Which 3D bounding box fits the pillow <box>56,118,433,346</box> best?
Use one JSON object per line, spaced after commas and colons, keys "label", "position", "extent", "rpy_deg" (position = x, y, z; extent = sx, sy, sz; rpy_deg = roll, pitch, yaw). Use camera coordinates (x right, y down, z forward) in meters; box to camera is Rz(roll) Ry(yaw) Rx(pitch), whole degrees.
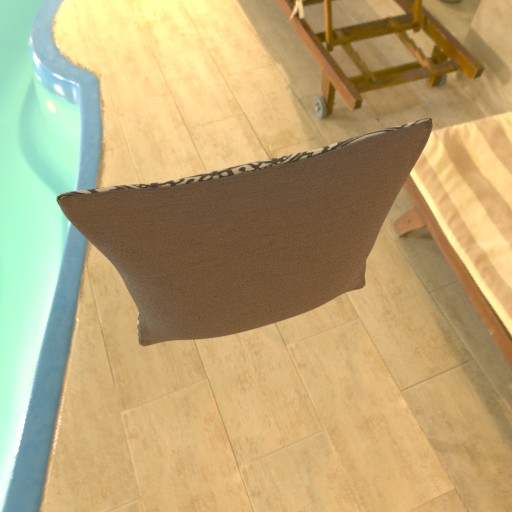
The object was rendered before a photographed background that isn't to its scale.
{"label": "pillow", "position": [0.000, 0.000, 0.658], "extent": [0.436, 0.417, 0.148], "rpy_deg": [-14, 59, -8]}
